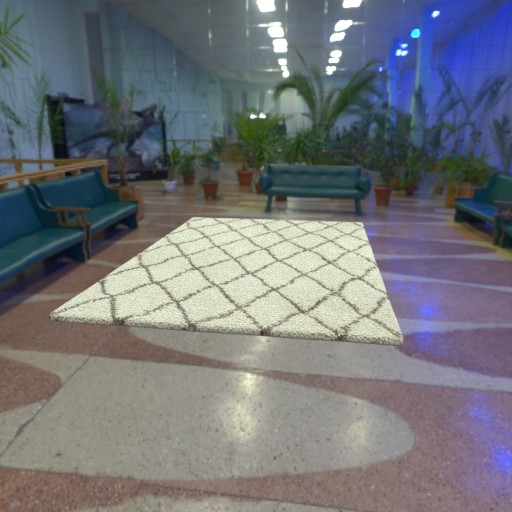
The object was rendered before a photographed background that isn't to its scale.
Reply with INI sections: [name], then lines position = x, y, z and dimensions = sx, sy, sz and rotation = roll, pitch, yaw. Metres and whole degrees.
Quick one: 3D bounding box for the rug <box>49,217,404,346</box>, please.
[rug]
position = 0.000, 0.000, 2.320
dimensions = 1.219, 0.030, 1.778
rotation = 3, 16, 9
